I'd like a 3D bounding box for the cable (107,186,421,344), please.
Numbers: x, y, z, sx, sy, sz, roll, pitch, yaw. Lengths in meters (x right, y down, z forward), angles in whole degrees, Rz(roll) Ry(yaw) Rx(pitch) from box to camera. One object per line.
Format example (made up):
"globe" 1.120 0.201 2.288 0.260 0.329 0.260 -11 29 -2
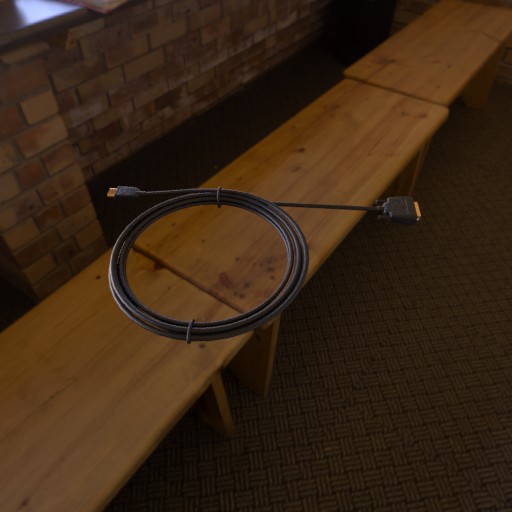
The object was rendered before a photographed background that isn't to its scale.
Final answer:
"cable" 0.000 0.000 0.530 0.422 0.030 0.257 3 47 3
